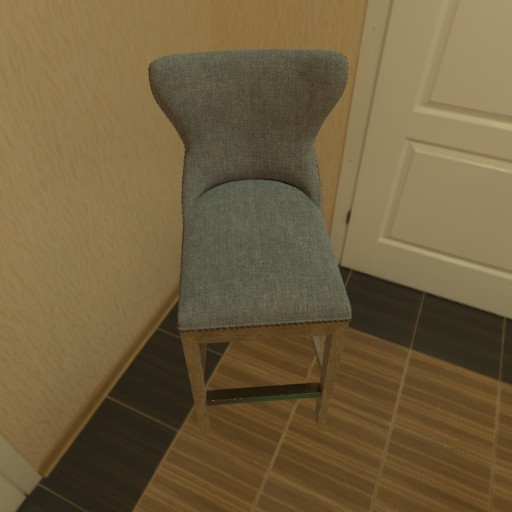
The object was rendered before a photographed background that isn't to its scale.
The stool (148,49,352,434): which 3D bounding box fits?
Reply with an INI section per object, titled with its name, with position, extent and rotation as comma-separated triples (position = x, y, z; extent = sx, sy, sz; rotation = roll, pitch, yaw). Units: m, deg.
[stool]
position = 0.000, 0.000, 1.286
extent = 0.498, 0.981, 0.608
rotation = -3, 46, -3
